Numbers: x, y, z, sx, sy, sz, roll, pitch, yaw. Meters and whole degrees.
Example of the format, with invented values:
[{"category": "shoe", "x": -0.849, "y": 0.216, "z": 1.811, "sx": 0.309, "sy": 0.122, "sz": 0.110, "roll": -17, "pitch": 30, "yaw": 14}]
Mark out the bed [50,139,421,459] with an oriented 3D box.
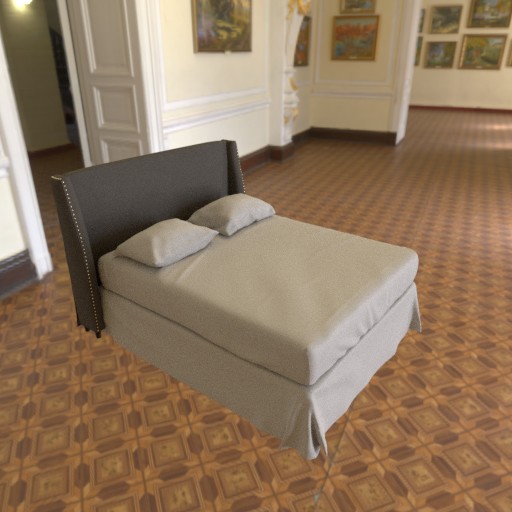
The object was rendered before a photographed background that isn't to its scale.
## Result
[{"category": "bed", "x": 0.000, "y": 0.000, "z": 3.463, "sx": 2.276, "sy": 1.332, "sz": 1.925, "roll": 18, "pitch": 30, "yaw": 34}]
